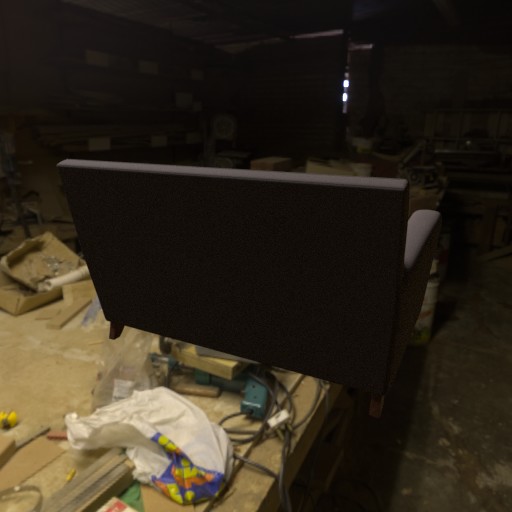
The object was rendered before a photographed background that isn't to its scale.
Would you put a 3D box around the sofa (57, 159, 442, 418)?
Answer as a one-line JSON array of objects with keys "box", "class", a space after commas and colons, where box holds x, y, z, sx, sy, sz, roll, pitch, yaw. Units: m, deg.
[{"box": [0.000, 0.000, 1.957, 1.420, 0.846, 0.871, 9, 19, 26], "class": "sofa"}]
